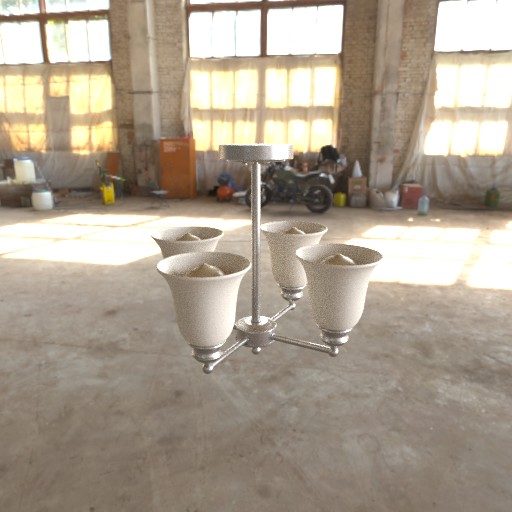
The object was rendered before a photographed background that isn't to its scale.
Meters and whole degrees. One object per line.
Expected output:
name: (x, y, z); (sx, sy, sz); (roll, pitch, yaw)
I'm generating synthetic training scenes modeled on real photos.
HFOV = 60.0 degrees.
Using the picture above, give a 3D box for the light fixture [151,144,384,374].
light fixture: (0.000, 0.000, 0.758); (0.427, 0.370, 0.427); (9, 18, 29)
